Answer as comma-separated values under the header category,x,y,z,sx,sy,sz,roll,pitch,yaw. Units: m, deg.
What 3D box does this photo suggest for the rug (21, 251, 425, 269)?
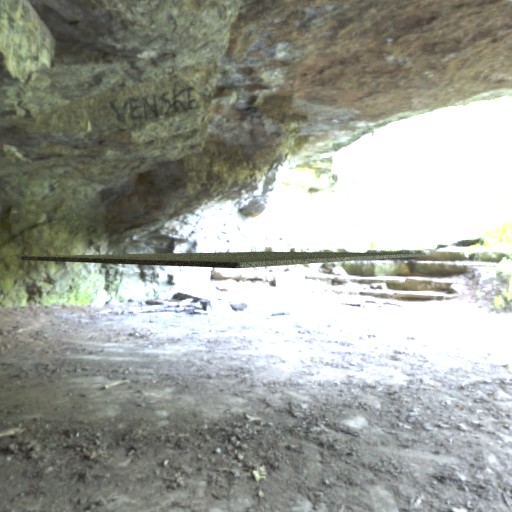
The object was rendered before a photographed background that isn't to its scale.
category,x,y,z,sx,sy,sz,roll,pitch,yaw
rug,0.000,0.000,3.422,1.802,0.026,2.699,1,2,36
